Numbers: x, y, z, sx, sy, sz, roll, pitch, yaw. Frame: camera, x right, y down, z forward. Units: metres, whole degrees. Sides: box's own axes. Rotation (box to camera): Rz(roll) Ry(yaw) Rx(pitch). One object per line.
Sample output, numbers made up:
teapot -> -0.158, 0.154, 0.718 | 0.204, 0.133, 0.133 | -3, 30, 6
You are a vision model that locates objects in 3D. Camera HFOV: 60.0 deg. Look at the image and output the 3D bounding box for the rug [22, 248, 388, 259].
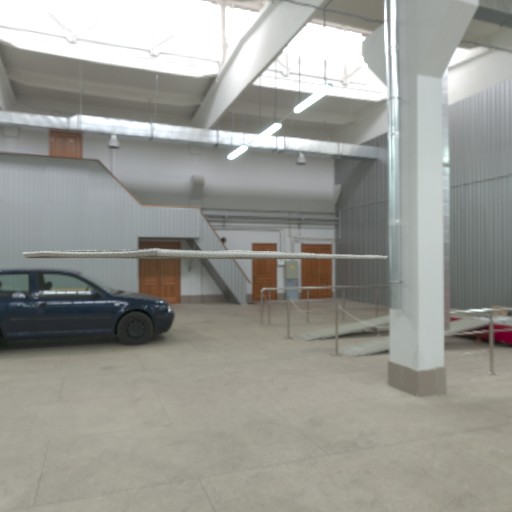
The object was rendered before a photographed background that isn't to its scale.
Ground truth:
rug -> 0.000, 0.000, 2.656 | 0.832, 0.035, 2.381 | 0, -1, 34
